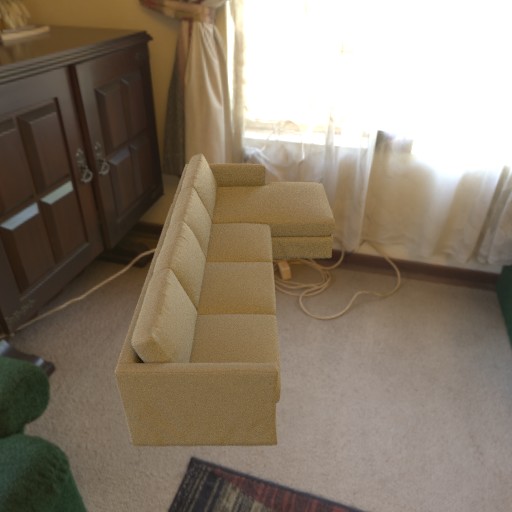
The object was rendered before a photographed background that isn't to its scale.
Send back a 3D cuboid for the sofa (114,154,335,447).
[{"bbox_3d":[0.000,0.000,3.942,1.622,0.867,3.177,0,33,0],"label":"sofa"}]
